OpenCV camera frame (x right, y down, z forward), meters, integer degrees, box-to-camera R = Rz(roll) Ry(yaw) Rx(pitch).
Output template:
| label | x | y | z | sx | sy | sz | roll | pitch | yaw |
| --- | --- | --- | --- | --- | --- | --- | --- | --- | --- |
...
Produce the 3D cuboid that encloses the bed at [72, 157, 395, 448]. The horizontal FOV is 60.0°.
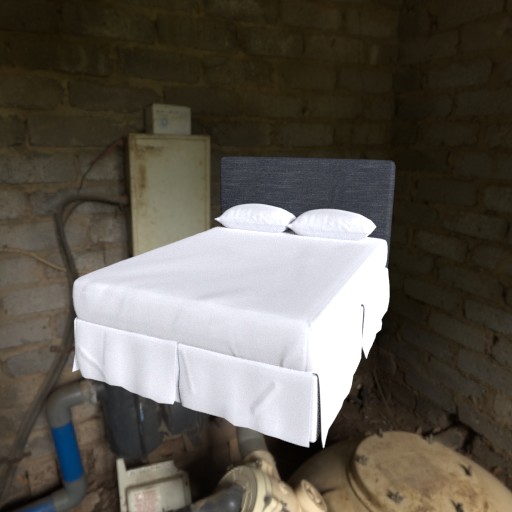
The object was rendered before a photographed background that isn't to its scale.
| label | x | y | z | sx | sy | sz | roll | pitch | yaw |
| --- | --- | --- | --- | --- | --- | --- | --- | --- | --- |
| bed | 0.000 | 0.000 | 3.282 | 1.723 | 1.330 | 2.142 | 7 | 17 | 24 |
